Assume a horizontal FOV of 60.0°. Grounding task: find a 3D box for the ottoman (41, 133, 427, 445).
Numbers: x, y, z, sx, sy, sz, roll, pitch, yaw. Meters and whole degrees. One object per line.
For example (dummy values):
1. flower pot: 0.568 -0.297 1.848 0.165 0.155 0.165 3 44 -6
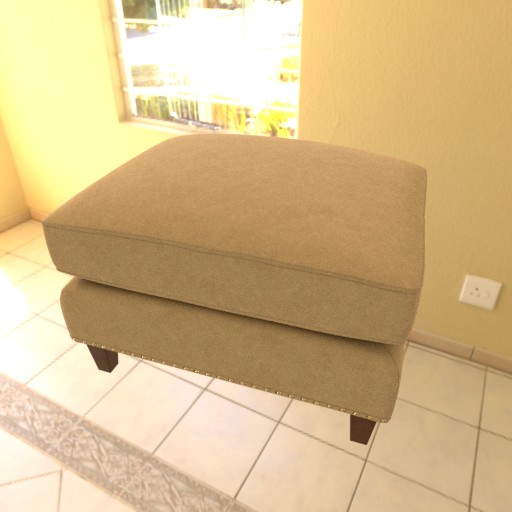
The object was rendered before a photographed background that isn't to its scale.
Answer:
1. ottoman: 0.000 0.000 1.102 0.741 0.513 0.584 10 34 16
